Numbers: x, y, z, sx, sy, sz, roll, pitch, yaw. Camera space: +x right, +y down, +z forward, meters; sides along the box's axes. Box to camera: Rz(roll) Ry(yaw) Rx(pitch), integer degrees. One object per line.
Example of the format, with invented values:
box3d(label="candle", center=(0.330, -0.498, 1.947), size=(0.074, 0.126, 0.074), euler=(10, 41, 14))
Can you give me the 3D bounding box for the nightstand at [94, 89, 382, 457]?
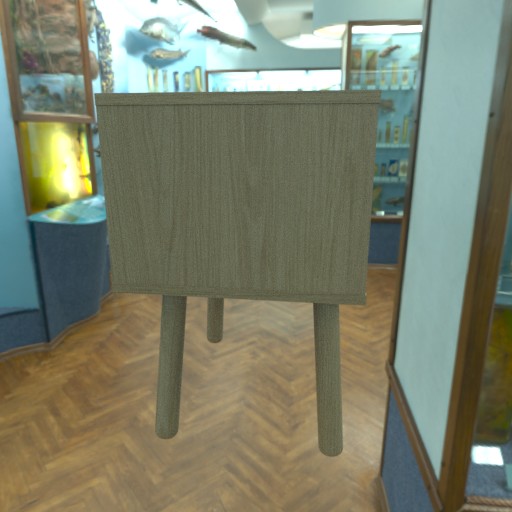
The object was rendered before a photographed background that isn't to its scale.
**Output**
box3d(label="nightstand", center=(0.000, 0.000, 0.869), size=(0.380, 0.571, 0.450), euler=(2, 16, 8))
